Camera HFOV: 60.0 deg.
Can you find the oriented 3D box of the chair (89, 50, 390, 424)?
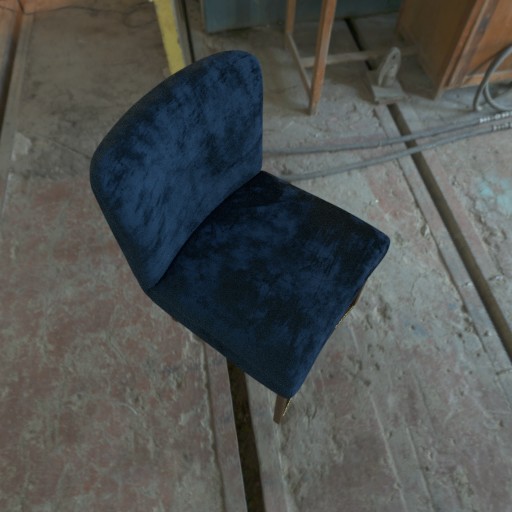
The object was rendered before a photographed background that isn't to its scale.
[{"bbox_3d":[0.000,0.000,1.182,0.560,0.824,0.530,31,63,17],"label":"chair"}]
